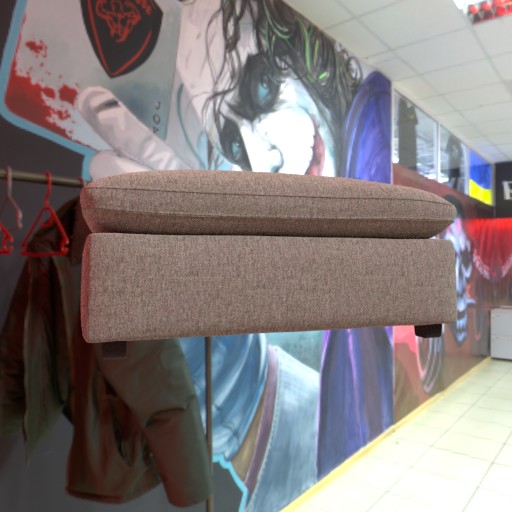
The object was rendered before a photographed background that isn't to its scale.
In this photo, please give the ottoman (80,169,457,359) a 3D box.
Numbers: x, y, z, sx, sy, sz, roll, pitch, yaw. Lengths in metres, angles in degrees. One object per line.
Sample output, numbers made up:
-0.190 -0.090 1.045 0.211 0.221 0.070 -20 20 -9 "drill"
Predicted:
0.000 0.000 1.360 0.977 0.451 0.694 0 -1 -18 "ottoman"
